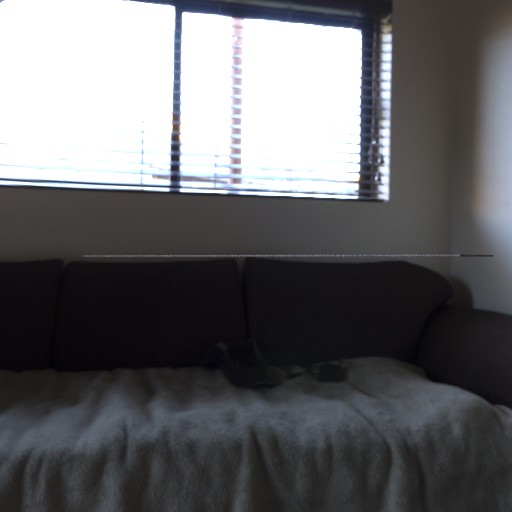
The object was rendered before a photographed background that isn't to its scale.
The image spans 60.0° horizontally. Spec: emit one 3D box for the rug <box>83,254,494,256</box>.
[{"bbox_3d":[0.000,0.000,2.663,2.432,0.008,0.766,0,0,36],"label":"rug"}]
